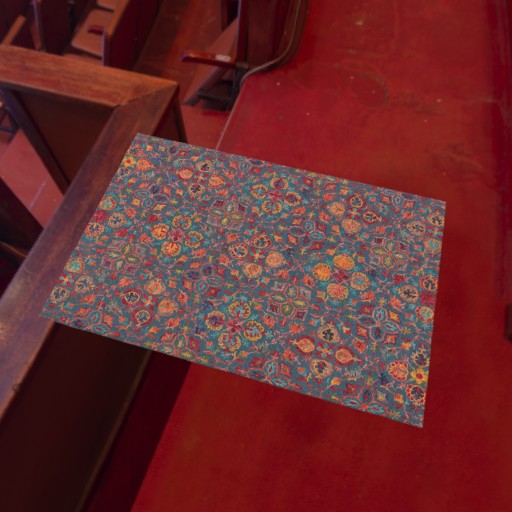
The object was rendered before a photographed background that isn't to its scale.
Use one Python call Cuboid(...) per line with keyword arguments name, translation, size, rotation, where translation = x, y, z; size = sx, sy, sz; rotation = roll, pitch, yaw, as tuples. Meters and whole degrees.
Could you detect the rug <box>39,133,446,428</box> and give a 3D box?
Cuboid(name="rug", translation=(0.000, 0.000, 2.288), size=(1.836, 0.014, 1.216), rotation=(14, 63, 7))
